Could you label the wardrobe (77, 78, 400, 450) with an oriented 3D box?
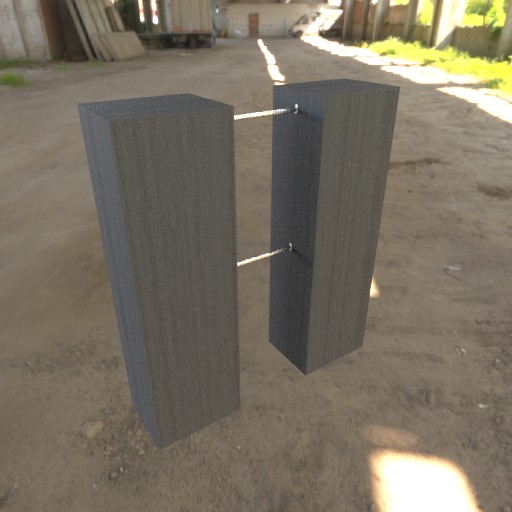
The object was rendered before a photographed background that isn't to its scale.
[{"bbox_3d":[0.000,0.000,2.886,1.770,2.000,0.480,-18,33,-29],"label":"wardrobe"}]
